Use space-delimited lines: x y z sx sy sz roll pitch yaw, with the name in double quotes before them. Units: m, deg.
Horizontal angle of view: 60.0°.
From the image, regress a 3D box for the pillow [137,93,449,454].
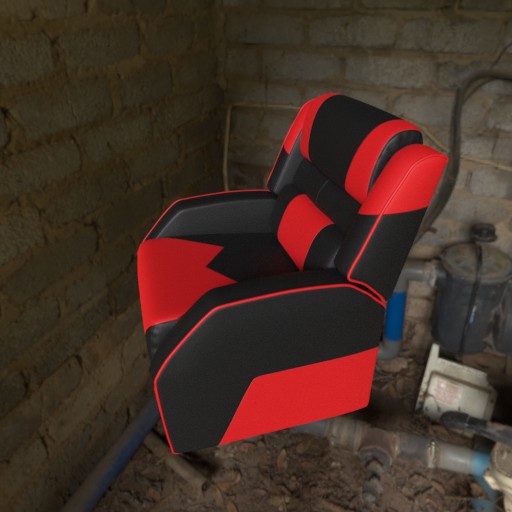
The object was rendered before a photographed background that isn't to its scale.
"pillow" 0.000 0.000 1.272 0.672 0.805 0.620 -9 31 -14
